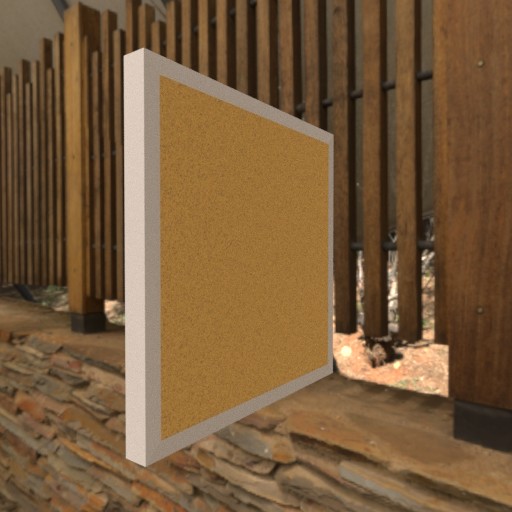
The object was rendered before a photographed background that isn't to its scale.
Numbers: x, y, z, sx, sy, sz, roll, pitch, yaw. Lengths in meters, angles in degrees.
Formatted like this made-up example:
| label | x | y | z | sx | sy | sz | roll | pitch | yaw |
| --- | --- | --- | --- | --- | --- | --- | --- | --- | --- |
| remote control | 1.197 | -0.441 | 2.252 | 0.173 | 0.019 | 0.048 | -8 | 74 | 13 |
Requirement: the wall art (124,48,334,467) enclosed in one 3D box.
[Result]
| label | x | y | z | sx | sy | sz | roll | pitch | yaw |
| --- | --- | --- | --- | --- | --- | --- | --- | --- | --- |
| wall art | 0.000 | 0.000 | 1.912 | 0.098 | 1.291 | 1.289 | 1 | 1 | 36 |
